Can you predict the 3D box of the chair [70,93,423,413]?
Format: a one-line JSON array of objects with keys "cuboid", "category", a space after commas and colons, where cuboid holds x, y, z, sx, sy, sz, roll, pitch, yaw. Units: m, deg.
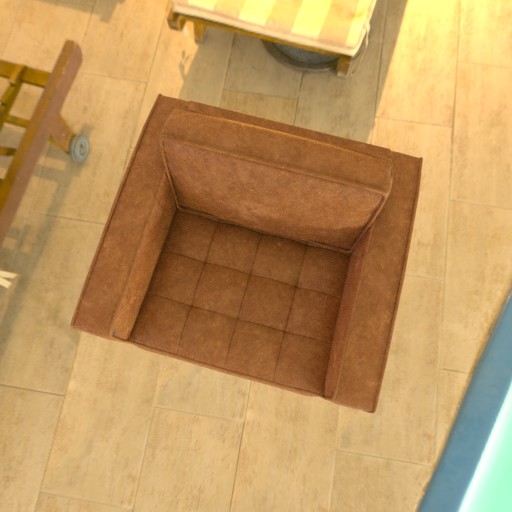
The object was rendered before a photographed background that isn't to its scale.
[{"cuboid": [0.000, 0.000, 1.505, 0.928, 0.767, 0.798, 15, 76, 4], "category": "chair"}]
